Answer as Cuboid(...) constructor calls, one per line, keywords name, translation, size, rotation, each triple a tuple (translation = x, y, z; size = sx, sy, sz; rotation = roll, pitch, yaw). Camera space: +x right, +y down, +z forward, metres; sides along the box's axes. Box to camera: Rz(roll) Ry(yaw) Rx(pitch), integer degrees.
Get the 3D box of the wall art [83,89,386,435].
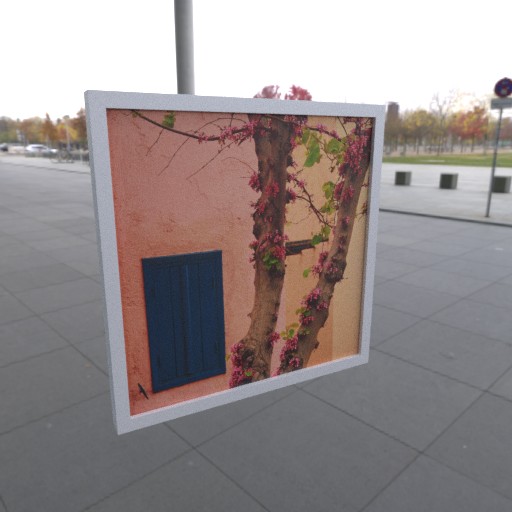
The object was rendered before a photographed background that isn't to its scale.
Cuboid(name="wall art", translation=(0.000, 0.000, 0.760), size=(0.507, 0.508, 0.038), rotation=(-7, 16, -27))
